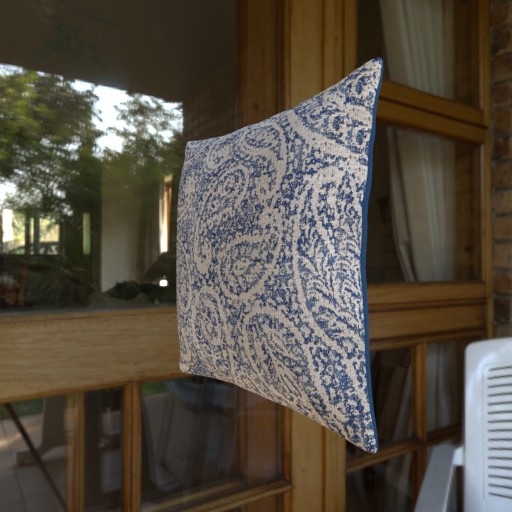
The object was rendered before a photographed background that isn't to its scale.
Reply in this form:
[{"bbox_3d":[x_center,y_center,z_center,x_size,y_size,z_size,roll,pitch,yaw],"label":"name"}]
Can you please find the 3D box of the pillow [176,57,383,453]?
[{"bbox_3d":[0.000,0.000,0.775,0.166,0.510,0.523,1,-1,-38],"label":"pillow"}]
